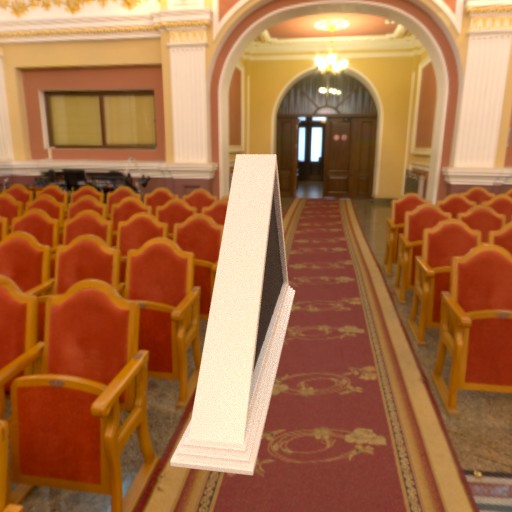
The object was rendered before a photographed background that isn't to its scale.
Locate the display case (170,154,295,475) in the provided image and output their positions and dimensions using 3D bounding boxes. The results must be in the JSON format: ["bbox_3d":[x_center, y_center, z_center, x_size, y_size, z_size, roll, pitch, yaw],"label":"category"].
[{"bbox_3d":[0.000,0.000,0.762,0.095,0.340,0.640,2,14,9],"label":"display case"}]
